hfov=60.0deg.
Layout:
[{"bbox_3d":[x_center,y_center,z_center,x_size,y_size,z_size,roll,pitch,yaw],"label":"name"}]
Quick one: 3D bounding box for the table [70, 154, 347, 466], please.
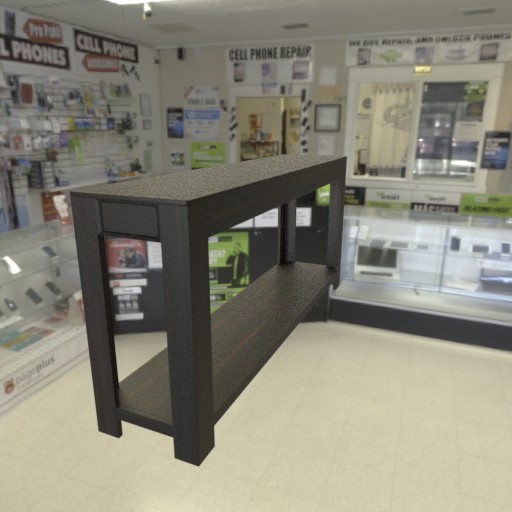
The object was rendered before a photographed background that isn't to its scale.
[{"bbox_3d":[0.000,0.000,1.935,0.384,0.762,1.631,7,18,23],"label":"table"}]
